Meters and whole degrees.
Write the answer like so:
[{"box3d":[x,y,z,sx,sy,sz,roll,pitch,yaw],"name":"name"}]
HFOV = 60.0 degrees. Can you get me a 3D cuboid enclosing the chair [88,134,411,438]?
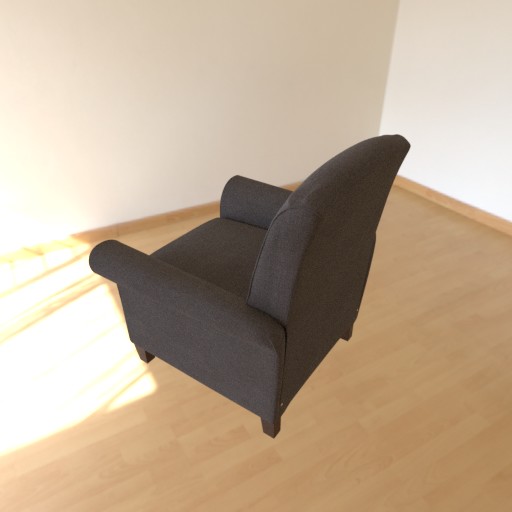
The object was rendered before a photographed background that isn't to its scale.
[{"box3d":[0.000,0.000,1.837,0.905,1.061,0.978,20,37,29],"name":"chair"}]
